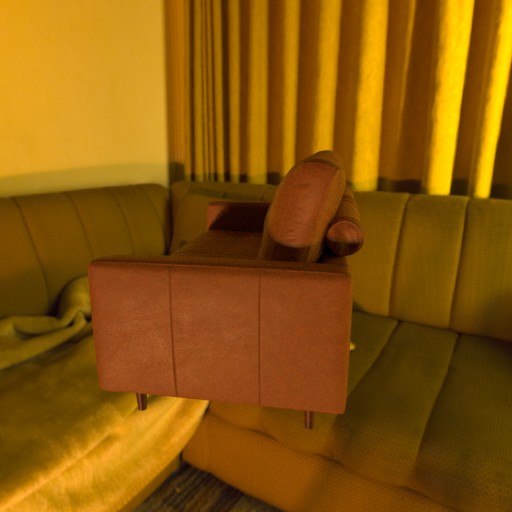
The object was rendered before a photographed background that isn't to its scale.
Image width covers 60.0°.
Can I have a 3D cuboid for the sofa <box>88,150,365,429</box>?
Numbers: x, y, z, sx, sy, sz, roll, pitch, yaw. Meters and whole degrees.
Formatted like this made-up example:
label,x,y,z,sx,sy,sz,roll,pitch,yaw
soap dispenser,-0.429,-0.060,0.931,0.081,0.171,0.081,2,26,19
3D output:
label,x,y,z,sx,sy,sz,roll,pitch,yaw
sofa,0.000,0.000,1.975,0.868,0.898,1.430,3,15,10
